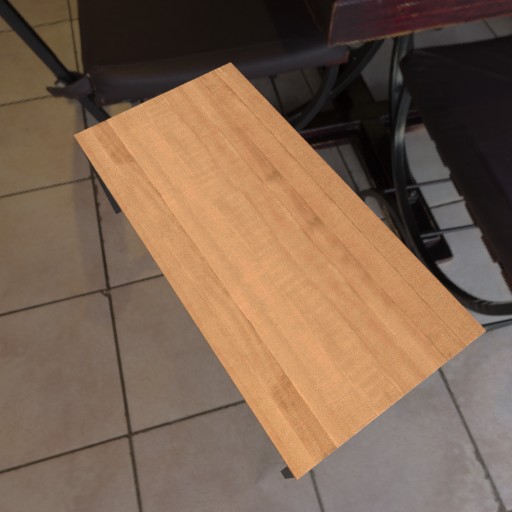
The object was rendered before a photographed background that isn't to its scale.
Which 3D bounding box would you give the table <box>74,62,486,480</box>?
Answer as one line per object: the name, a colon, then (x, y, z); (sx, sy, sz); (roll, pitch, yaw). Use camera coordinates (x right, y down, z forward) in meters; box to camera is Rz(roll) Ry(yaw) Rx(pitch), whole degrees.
table: (0.000, 0.000, 1.348); (0.551, 0.399, 1.100); (-31, 67, -15)
